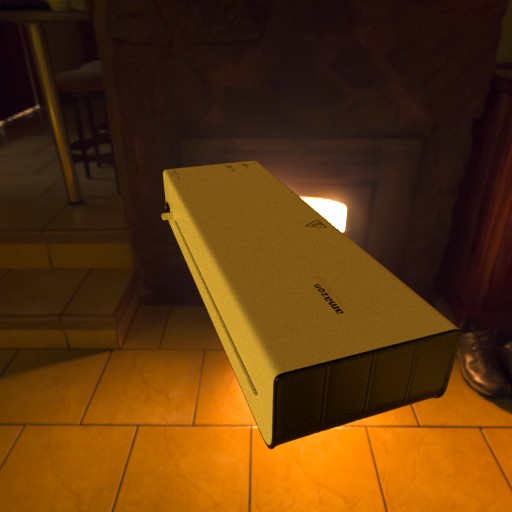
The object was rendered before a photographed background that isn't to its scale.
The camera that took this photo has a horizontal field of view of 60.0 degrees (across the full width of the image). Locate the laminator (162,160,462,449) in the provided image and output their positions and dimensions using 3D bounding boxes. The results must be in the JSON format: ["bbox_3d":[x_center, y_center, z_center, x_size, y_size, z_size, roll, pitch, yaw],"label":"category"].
[{"bbox_3d":[0.000,0.000,0.381,0.123,0.062,0.340,-10,30,-17],"label":"laminator"}]
